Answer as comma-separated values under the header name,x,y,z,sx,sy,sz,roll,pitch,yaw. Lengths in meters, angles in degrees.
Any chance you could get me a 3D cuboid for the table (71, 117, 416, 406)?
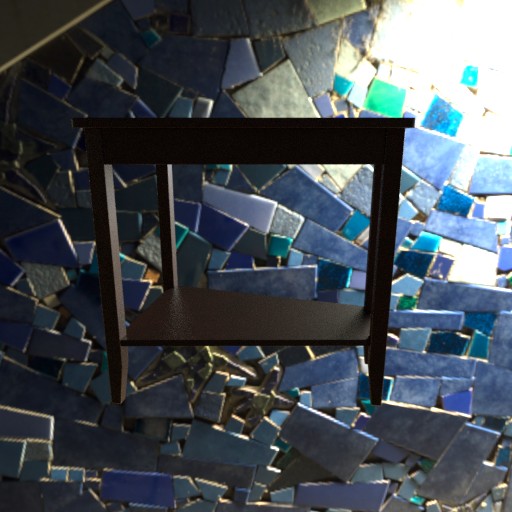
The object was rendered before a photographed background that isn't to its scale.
name,x,y,z,sx,sy,sz,roll,pitch,yaw
table,0.000,0.000,1.004,0.605,0.589,0.399,3,16,9
